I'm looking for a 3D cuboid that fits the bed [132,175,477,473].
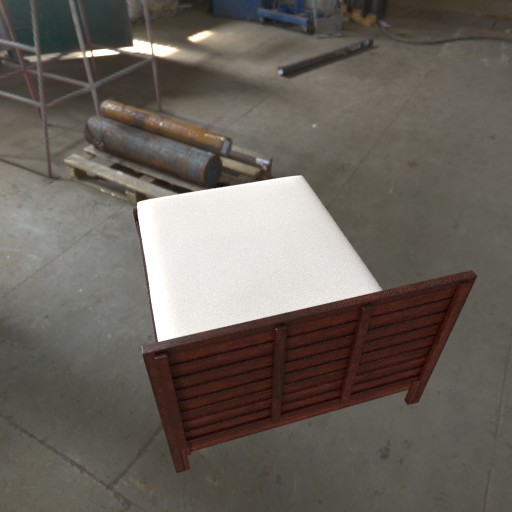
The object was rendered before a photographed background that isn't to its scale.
[{"bbox_3d":[0.000,0.000,3.983,2.040,1.492,2.803,-11,43,-12],"label":"bed"}]
